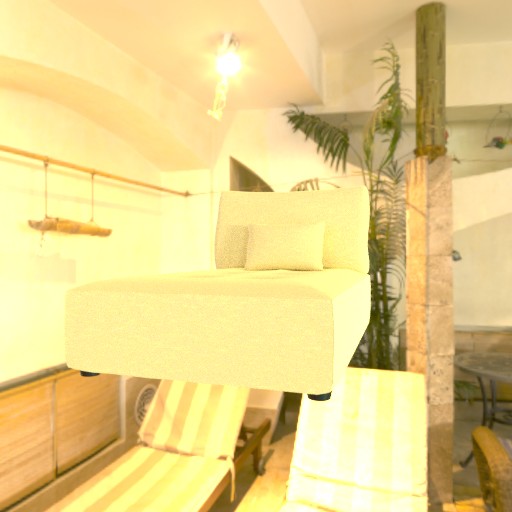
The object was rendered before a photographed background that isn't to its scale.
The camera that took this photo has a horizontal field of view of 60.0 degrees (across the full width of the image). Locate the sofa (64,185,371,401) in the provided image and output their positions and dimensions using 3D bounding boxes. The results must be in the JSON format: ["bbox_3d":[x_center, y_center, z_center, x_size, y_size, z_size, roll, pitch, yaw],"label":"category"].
[{"bbox_3d":[0.000,0.000,2.038,0.930,0.820,1.450,0,0,18],"label":"sofa"}]
